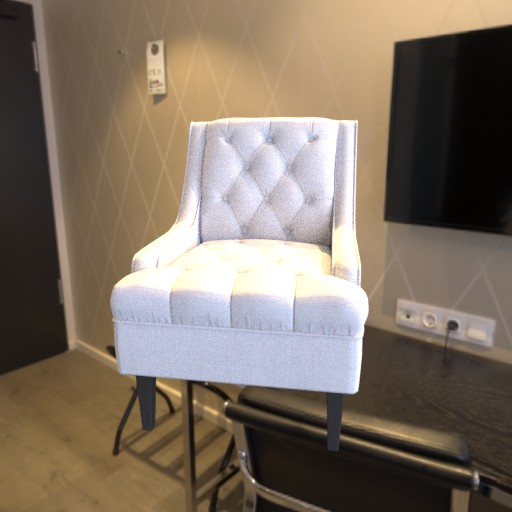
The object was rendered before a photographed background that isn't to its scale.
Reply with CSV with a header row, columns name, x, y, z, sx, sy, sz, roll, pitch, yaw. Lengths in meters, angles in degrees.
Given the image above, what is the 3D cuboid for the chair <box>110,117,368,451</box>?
name,x,y,z,sx,sy,sz,roll,pitch,yaw
chair,0.000,0.000,1.416,0.658,0.891,0.772,2,14,9
